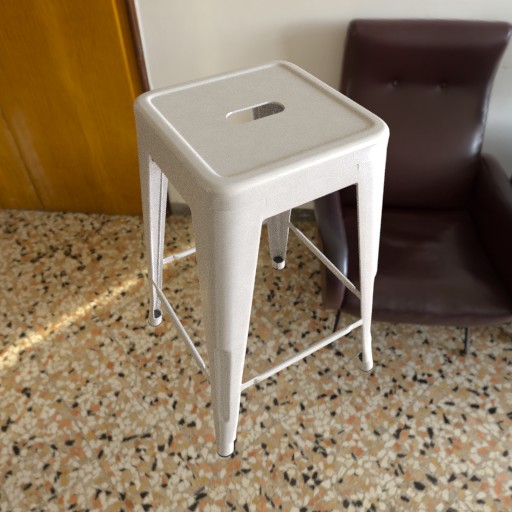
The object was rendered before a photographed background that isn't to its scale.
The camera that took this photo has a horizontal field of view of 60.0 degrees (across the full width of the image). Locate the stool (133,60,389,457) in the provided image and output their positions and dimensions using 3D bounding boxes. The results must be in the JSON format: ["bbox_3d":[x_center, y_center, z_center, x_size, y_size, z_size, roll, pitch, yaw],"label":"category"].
[{"bbox_3d":[0.000,0.000,0.864,0.406,0.610,0.406,-23,50,-21],"label":"stool"}]
